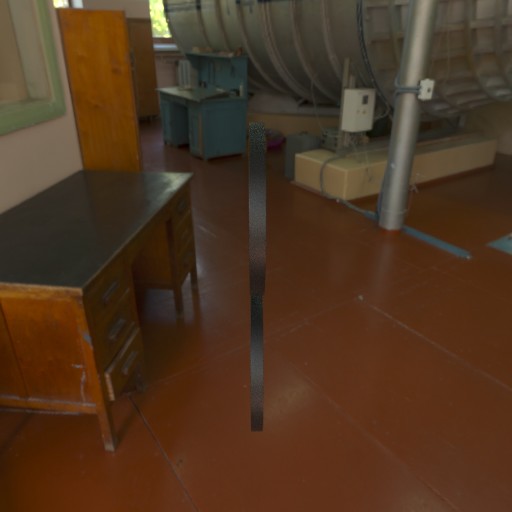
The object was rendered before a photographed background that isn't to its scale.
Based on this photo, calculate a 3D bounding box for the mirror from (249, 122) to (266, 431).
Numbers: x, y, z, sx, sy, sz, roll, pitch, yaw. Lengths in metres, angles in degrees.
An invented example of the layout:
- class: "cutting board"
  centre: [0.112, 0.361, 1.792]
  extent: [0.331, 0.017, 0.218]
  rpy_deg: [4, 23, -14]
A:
- class: "mirror"
  centre: [0.000, 0.000, 3.221]
  extent: [0.076, 2.096, 2.160]
  rpy_deg: [0, 27, 0]
